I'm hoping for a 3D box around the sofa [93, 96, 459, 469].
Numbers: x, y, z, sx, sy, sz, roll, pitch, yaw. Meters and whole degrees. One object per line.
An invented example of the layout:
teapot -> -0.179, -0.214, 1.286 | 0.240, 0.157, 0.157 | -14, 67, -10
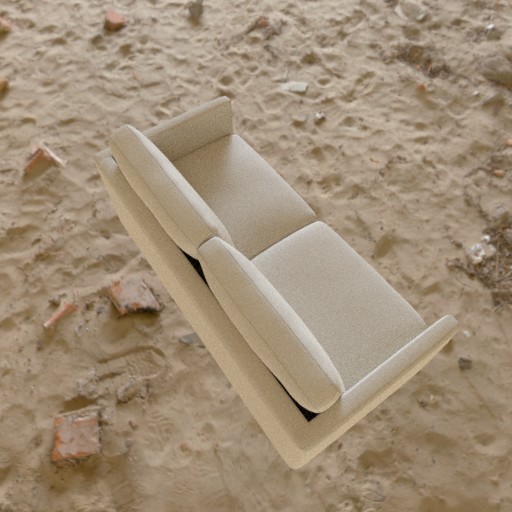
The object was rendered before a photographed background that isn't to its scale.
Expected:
sofa -> 0.000, 0.000, 2.503 | 0.965, 0.889, 1.981 | -31, 63, -18
